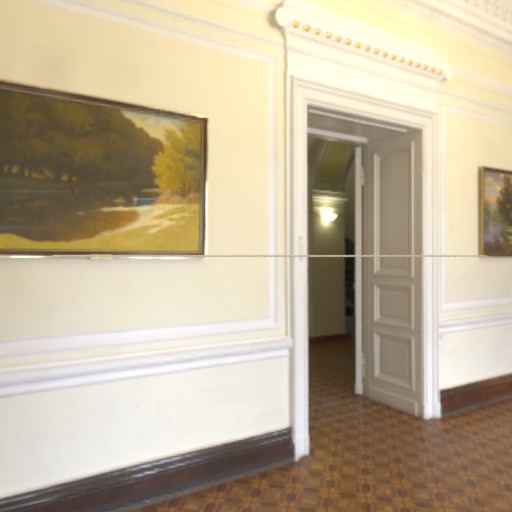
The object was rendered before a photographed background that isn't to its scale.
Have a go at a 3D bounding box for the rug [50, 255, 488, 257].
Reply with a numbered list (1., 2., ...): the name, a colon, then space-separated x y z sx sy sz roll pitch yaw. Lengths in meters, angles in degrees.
1. rug: 0.000 0.000 2.876 2.284 0.008 1.522 0 0 -18
